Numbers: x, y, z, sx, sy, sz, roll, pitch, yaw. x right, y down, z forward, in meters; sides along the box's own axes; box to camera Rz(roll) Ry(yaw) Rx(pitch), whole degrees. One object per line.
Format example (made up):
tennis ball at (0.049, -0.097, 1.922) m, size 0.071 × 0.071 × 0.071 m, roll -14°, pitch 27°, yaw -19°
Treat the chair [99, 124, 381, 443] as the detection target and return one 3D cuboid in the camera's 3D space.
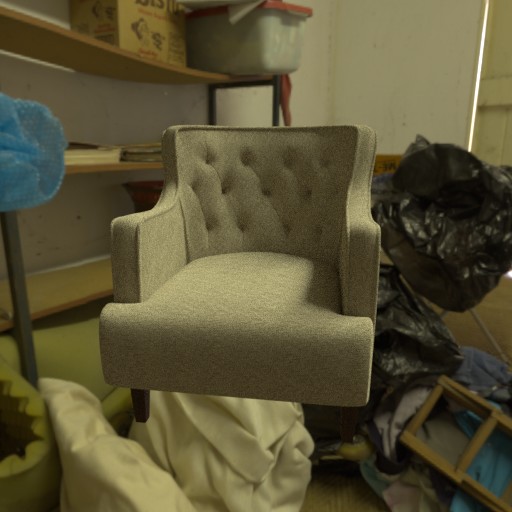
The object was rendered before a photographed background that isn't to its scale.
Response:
chair at (0.000, 0.000, 1.614) m, size 0.820 × 0.920 × 0.910 m, roll 2°, pitch 15°, yaw 8°
